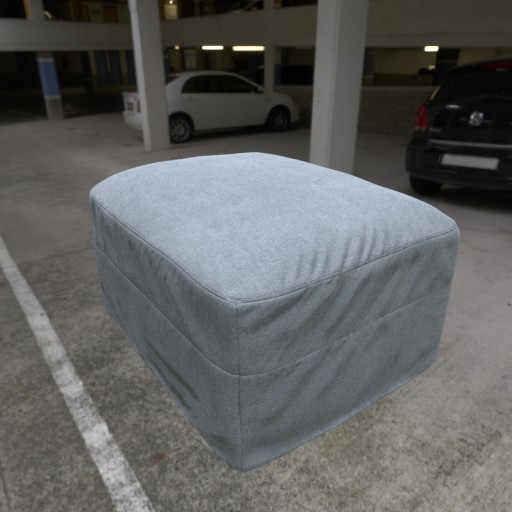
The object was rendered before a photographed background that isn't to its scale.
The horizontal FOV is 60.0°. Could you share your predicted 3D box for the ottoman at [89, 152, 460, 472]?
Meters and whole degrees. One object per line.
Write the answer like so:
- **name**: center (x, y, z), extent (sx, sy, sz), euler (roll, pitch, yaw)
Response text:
- **ottoman**: center (0.000, 0.000, 1.223), extent (0.683, 0.481, 0.837), euler (-17, 30, -32)
